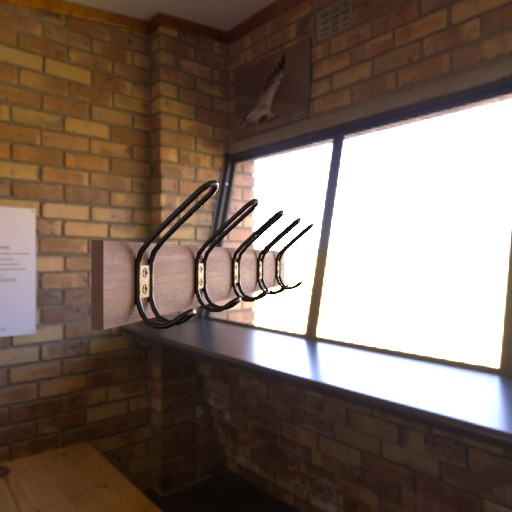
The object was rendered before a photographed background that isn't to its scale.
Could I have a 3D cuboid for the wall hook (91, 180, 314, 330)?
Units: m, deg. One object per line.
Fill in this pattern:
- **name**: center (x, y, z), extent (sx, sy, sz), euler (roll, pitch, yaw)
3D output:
- **wall hook**: center (0.000, 0.000, 0.571), extent (0.076, 0.116, 0.554), euler (0, 0, 17)
